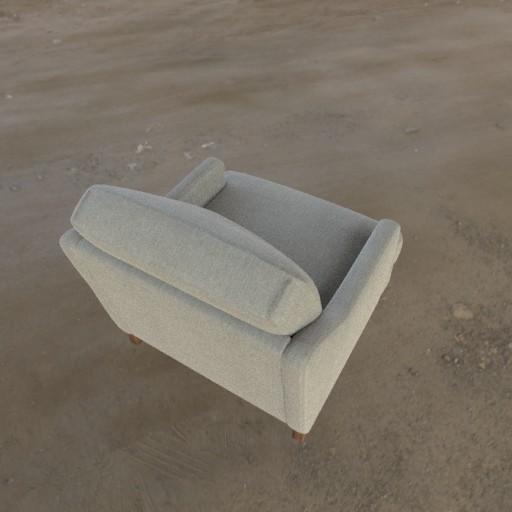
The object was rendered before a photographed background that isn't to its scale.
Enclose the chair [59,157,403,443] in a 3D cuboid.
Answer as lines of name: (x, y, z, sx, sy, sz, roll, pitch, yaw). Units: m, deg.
chair: (0.000, 0.000, 1.553, 0.826, 0.821, 0.892, 23, 50, 21)
